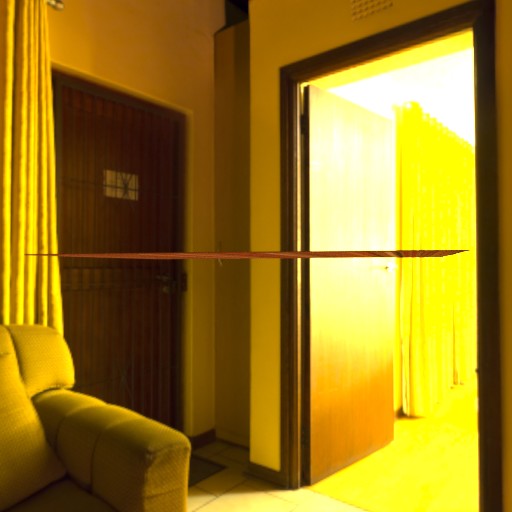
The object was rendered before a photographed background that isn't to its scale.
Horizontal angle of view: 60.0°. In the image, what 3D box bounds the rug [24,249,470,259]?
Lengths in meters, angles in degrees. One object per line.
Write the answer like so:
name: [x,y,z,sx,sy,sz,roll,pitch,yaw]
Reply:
rug: [0.000,0.000,2.990,2.438,0.008,1.523,0,-1,19]
